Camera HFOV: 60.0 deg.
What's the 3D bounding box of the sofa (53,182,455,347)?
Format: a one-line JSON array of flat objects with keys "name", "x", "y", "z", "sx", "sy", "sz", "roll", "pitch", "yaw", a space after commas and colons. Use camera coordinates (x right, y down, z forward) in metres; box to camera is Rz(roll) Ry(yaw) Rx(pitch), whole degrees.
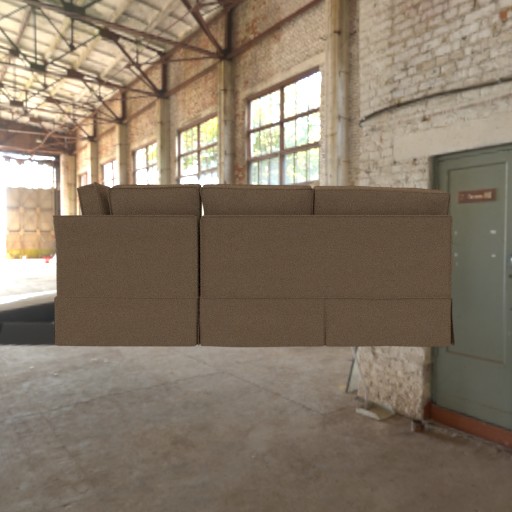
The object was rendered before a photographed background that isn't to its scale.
[{"name": "sofa", "x": 0.000, "y": 0.000, "z": 4.302, "sx": 2.730, "sy": 1.124, "sz": 2.733, "roll": 0, "pitch": 2, "yaw": 0}]
